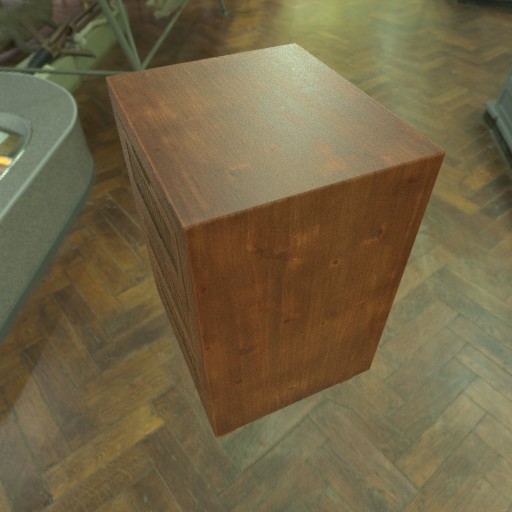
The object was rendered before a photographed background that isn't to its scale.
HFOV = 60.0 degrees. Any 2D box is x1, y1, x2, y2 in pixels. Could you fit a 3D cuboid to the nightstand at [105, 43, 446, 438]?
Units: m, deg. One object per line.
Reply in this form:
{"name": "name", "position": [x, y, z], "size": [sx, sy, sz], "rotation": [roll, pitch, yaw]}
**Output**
{"name": "nightstand", "position": [0.000, 0.000, 0.984], "size": [0.410, 0.695, 0.465], "rotation": [-18, 48, -17]}
